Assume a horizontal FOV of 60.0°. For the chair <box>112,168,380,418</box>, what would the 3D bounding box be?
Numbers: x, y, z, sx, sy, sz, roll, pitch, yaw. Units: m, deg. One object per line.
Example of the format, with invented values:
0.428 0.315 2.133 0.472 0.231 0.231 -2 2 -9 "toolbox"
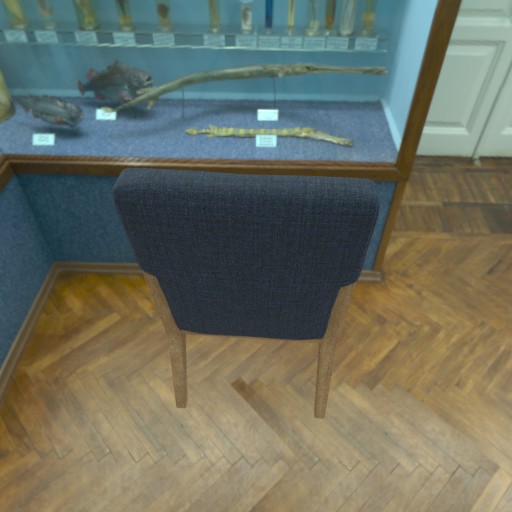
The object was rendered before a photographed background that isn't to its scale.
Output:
0.000 0.000 1.286 0.507 0.911 0.586 3 46 3 "chair"
